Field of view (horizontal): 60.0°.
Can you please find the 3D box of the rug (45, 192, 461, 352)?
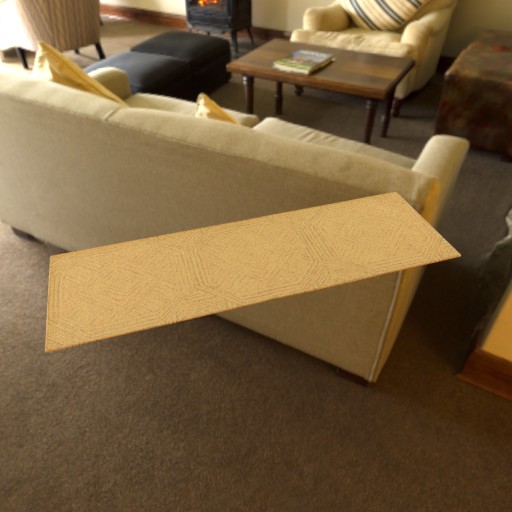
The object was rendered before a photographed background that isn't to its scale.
[{"bbox_3d":[0.000,0.000,2.772,2.452,0.012,0.775,-12,42,-13],"label":"rug"}]
